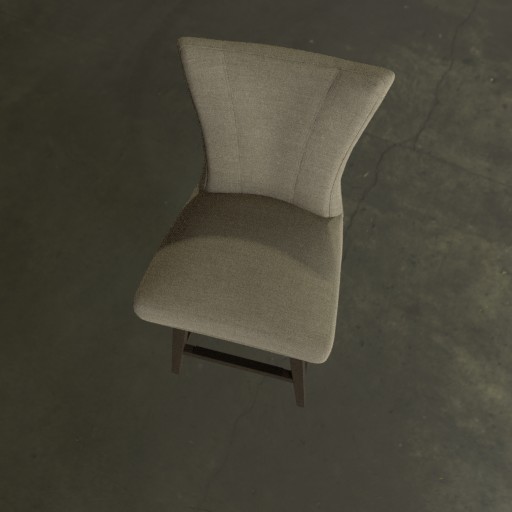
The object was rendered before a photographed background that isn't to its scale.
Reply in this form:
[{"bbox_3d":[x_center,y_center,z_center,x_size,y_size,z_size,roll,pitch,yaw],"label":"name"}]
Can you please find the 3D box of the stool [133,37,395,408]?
[{"bbox_3d":[0.000,0.000,1.299,0.514,1.000,0.574,13,60,8],"label":"stool"}]
